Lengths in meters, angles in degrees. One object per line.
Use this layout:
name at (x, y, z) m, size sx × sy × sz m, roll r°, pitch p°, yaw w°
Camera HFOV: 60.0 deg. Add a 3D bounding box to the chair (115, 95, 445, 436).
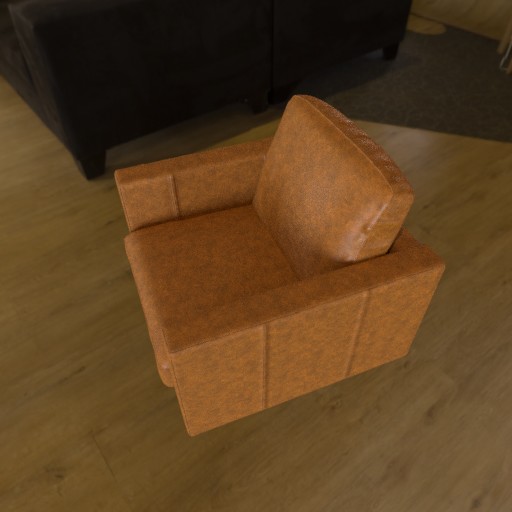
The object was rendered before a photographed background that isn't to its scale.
chair at (0.000, 0.000, 1.677) m, size 0.909 × 0.956 × 0.890 m, roll -16°, pitch 48°, yaw -15°
